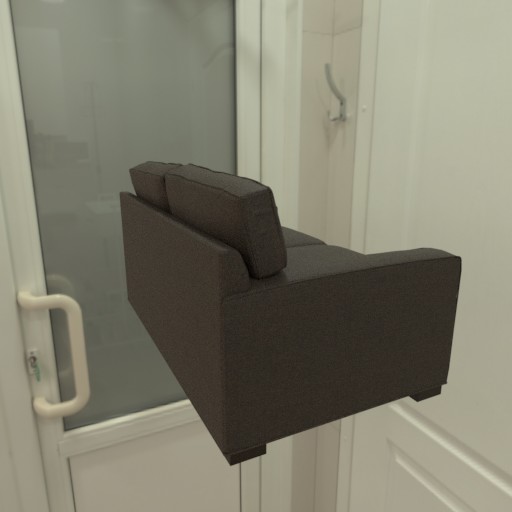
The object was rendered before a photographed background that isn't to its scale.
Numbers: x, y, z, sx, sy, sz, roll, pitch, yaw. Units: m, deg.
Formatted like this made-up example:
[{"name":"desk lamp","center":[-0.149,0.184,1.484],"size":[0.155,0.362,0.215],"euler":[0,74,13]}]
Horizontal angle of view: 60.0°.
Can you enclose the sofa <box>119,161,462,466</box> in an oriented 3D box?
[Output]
[{"name":"sofa","center":[0.000,0.000,2.117],"size":[0.974,0.887,1.534],"euler":[-7,17,-25]}]
